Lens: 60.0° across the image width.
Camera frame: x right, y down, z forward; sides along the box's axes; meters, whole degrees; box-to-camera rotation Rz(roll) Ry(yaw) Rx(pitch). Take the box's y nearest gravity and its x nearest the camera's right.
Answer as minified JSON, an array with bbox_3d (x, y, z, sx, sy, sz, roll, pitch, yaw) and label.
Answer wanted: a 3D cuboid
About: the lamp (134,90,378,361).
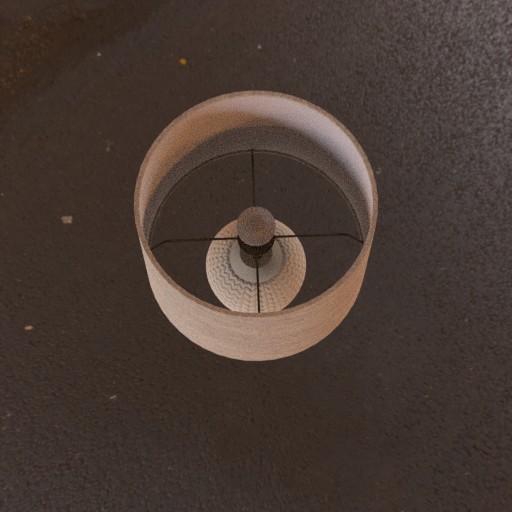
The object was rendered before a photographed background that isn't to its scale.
[{"bbox_3d":[0.000,0.000,0.839,0.390,0.580,0.390,0,75,0],"label":"lamp"}]
